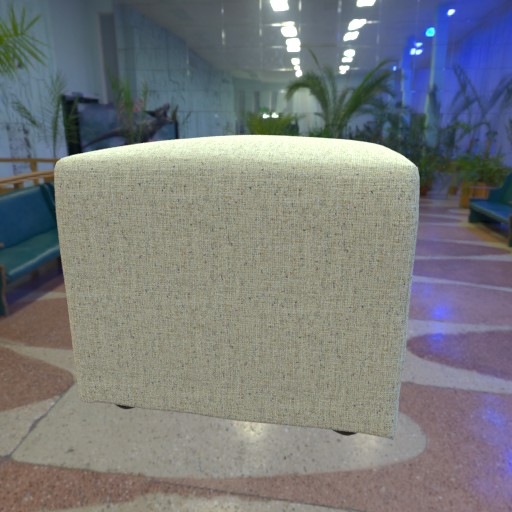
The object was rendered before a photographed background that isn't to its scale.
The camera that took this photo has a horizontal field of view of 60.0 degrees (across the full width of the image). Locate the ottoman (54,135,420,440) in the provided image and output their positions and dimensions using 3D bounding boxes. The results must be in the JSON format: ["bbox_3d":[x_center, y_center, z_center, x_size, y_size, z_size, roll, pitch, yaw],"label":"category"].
[{"bbox_3d":[0.000,0.000,0.867,0.512,0.453,0.521,3,17,10],"label":"ottoman"}]
